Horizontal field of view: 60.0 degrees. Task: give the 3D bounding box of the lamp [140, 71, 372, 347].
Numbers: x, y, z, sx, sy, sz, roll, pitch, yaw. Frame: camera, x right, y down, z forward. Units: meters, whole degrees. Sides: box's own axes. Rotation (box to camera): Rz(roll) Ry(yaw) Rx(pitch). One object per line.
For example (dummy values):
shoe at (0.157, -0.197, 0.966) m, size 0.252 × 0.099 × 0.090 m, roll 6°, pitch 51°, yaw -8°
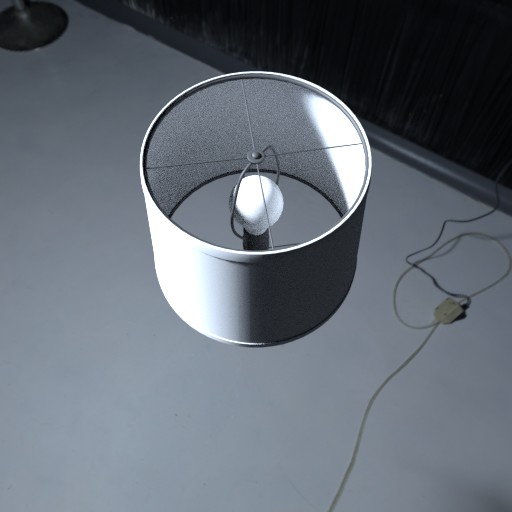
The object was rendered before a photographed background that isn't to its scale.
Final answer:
lamp at (0.000, 0.000, 0.708) m, size 0.310 × 0.501 × 0.310 m, roll 0°, pitch 63°, yaw 0°
